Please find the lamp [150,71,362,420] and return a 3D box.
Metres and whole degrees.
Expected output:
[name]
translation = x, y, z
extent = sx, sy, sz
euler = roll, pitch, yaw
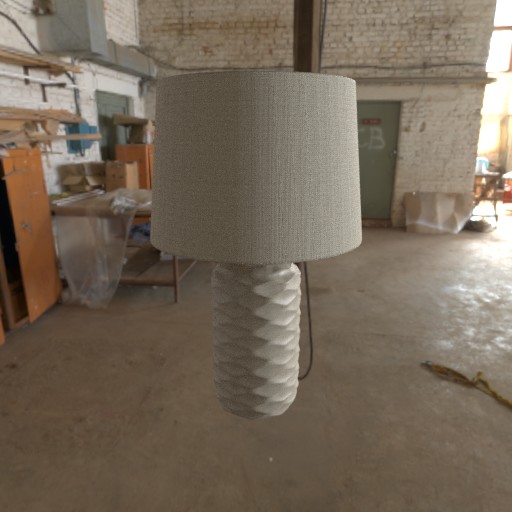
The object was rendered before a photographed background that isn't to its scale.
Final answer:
[lamp]
translation = 0.000, 0.000, 0.817
extent = 0.376, 0.594, 0.376
euler = 0, 15, 0
